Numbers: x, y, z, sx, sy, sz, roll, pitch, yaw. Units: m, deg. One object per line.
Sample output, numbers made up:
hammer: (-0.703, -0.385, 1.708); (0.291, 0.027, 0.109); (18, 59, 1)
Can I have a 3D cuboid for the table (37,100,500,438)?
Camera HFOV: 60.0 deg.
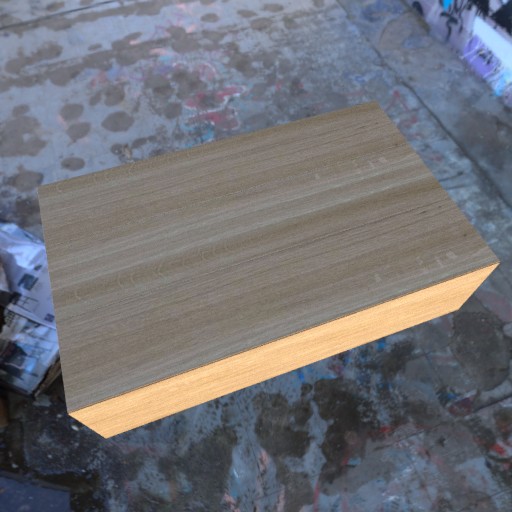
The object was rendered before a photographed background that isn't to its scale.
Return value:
table: (0.000, 0.000, 1.370); (1.110, 0.353, 0.678); (-17, 59, -11)
